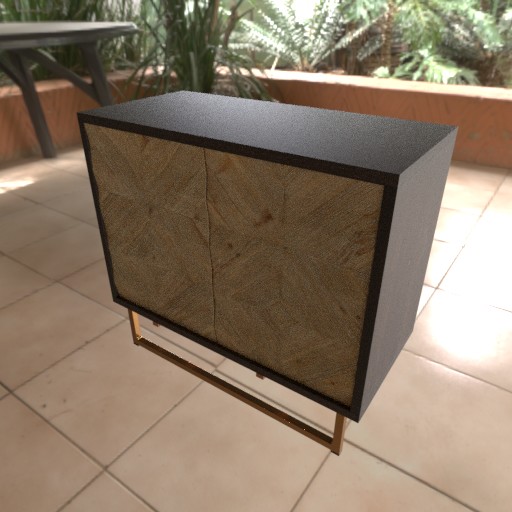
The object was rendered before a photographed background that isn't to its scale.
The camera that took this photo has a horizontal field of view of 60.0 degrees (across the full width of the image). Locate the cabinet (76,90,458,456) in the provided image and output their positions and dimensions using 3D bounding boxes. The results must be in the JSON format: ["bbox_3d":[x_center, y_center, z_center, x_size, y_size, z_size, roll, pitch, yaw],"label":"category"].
[{"bbox_3d":[0.000,0.000,1.420,0.950,0.860,0.451,19,35,30],"label":"cabinet"}]
